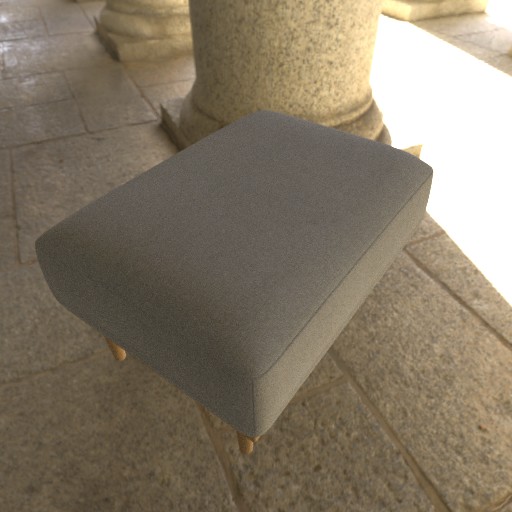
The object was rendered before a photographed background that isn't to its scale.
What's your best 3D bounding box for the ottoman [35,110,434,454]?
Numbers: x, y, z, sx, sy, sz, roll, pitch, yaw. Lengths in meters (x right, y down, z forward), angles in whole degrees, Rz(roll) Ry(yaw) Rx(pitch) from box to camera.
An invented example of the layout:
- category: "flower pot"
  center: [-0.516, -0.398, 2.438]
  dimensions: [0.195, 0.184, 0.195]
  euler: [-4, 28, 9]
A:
- category: "ottoman"
  center: [0.000, 0.000, 1.041]
  dimensions: [0.549, 0.428, 0.749]
  euler: [26, 47, 26]
